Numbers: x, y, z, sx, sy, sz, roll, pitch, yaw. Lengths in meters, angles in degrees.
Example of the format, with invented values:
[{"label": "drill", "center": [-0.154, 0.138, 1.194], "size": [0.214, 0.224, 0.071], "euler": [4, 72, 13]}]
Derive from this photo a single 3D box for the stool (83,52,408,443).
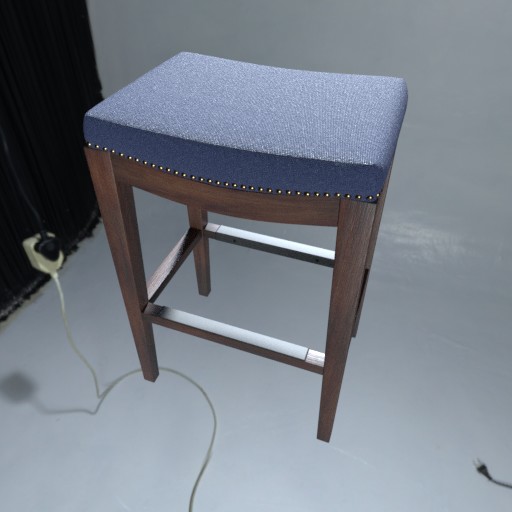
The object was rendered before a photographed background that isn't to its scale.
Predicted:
[{"label": "stool", "center": [0.000, 0.000, 0.993], "size": [0.498, 0.740, 0.358], "euler": [14, 43, 15]}]
